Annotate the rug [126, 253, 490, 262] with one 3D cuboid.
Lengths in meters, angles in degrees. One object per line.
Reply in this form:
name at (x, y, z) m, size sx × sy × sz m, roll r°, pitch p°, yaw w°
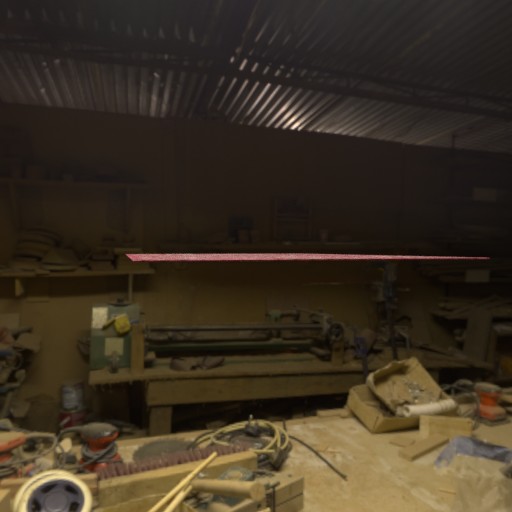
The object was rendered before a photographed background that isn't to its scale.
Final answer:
rug at (0.000, 0.000, 2.848) m, size 1.579 × 0.007 × 2.184 m, roll 0°, pitch 1°, yaw -17°
